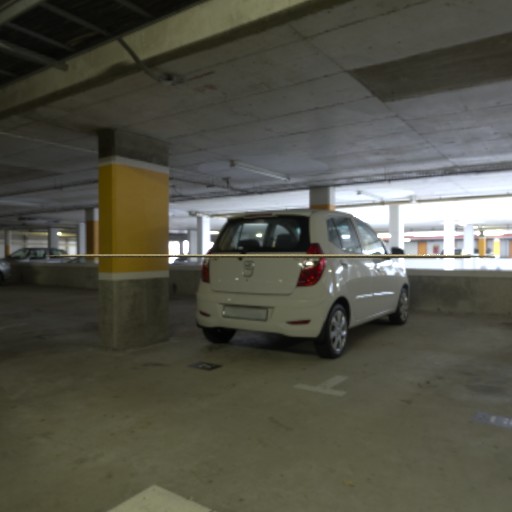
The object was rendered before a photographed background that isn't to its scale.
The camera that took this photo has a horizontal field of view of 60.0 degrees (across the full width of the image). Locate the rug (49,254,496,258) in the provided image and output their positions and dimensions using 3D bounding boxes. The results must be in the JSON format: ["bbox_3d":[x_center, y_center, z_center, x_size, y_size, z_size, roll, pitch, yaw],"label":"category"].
[{"bbox_3d":[0.000,0.000,2.656,2.438,0.021,0.729,0,0,17],"label":"rug"}]
